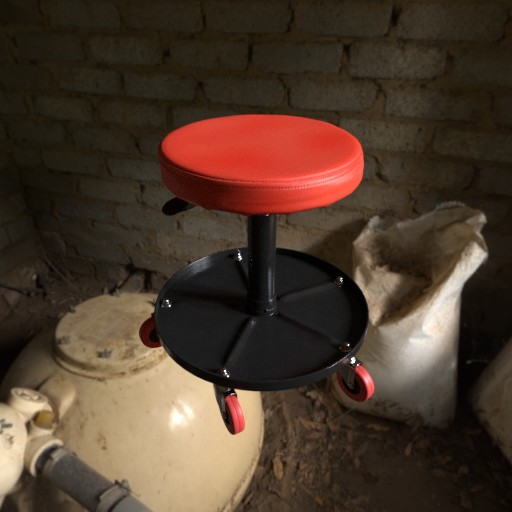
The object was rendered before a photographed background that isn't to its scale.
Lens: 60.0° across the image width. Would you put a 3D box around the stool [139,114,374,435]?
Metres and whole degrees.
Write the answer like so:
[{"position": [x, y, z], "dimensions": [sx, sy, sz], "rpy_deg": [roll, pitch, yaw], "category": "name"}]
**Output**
[{"position": [0.000, 0.000, 0.686], "dimensions": [0.382, 0.365, 0.381], "rpy_deg": [-11, 34, -17], "category": "stool"}]
